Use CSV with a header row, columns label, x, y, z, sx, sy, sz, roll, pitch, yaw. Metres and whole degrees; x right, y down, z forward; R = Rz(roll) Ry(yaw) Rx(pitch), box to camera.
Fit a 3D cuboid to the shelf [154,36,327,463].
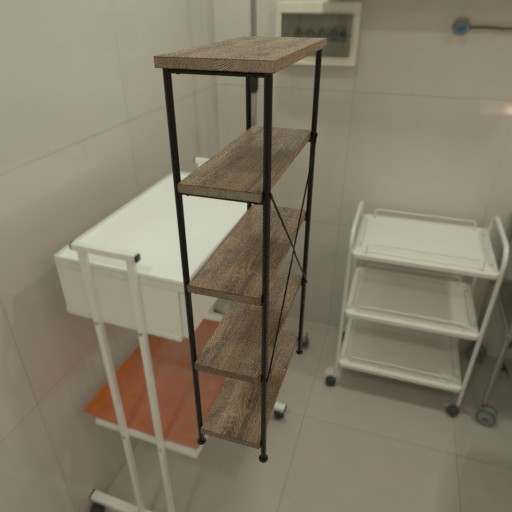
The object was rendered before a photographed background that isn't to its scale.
label,x,y,z,sx,sy,sz,roll,pitch,yaw
shelf,0.000,0.000,1.974,0.360,1.700,0.800,9,31,15
